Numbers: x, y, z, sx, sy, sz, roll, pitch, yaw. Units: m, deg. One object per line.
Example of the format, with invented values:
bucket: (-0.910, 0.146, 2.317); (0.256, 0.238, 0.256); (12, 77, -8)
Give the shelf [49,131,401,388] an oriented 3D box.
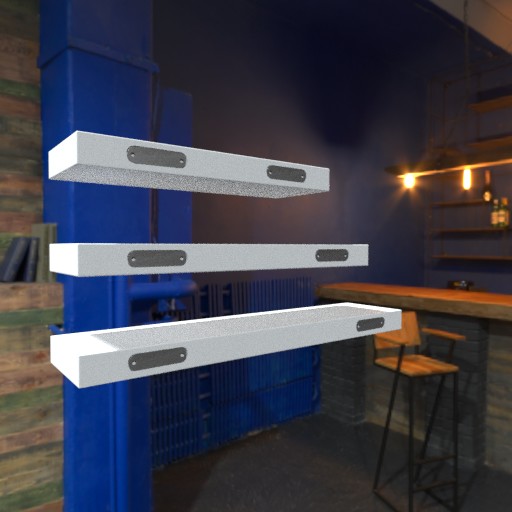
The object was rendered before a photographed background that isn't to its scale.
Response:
shelf: (0.000, 0.000, 0.740); (0.610, 0.293, 0.140); (-1, 2, -37)
